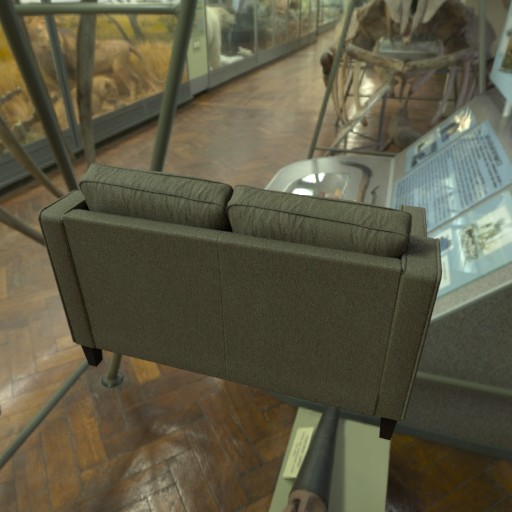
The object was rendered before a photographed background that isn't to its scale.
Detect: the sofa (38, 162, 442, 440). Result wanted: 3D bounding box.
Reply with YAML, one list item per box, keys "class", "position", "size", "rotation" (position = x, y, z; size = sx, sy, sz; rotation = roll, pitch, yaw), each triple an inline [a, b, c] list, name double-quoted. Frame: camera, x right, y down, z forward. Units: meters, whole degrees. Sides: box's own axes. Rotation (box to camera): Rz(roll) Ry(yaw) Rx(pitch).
- class: "sofa"
  position: [0.000, 0.000, 2.116]
  size: [1.503, 0.981, 0.985]
  rotation: [9, 32, 15]
